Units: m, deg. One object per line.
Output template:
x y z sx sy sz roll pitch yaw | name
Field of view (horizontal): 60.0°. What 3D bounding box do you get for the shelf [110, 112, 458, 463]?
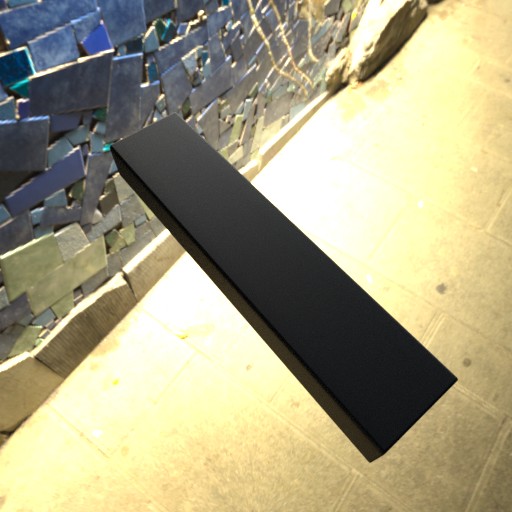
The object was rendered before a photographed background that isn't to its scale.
0.000 0.000 0.496 0.102 0.053 0.456 -35 64 -19 | shelf
